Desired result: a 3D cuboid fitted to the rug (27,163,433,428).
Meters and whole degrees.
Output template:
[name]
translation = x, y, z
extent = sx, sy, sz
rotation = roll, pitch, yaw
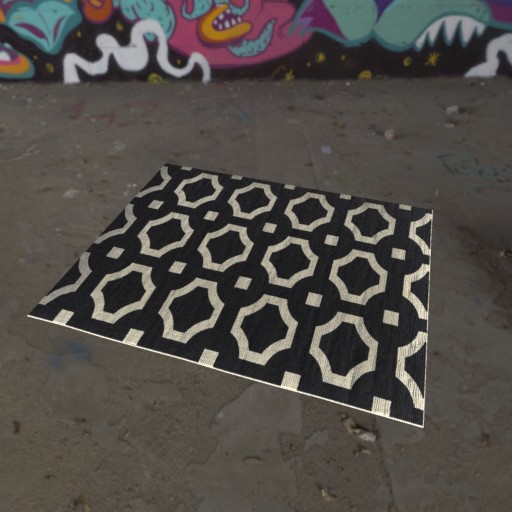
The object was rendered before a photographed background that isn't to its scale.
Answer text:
[rug]
translation = 0.000, 0.000, 4.060
extent = 3.049, 0.021, 2.466
rotation = 12, 44, 13
